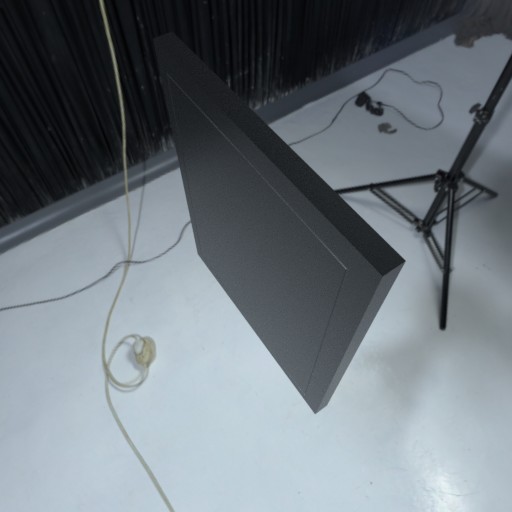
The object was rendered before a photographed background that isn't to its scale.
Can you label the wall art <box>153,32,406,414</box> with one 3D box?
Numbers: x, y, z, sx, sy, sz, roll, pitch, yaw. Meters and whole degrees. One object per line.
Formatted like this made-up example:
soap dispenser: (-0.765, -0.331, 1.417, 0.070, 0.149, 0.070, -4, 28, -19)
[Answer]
wall art: (0.000, 0.000, 0.756, 0.031, 0.558, 0.461, -30, 63, -18)
